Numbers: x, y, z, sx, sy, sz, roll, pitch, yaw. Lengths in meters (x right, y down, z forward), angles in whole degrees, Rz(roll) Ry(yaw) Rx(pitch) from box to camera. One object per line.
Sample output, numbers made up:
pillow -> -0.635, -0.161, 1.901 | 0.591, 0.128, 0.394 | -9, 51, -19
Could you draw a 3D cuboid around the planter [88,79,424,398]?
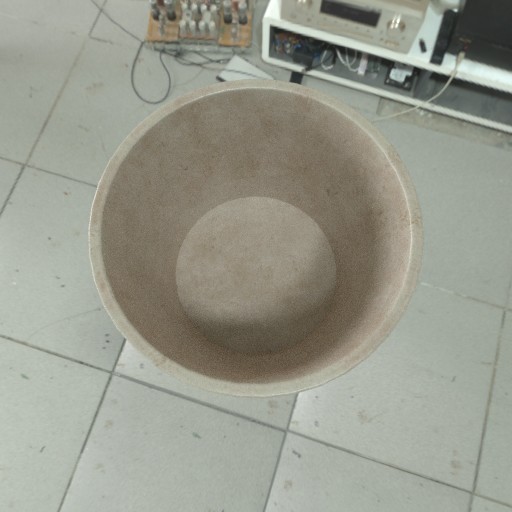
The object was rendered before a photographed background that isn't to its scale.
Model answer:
planter -> 0.000, 0.000, 0.278 | 0.164, 0.127, 0.164 | 0, 75, 0
